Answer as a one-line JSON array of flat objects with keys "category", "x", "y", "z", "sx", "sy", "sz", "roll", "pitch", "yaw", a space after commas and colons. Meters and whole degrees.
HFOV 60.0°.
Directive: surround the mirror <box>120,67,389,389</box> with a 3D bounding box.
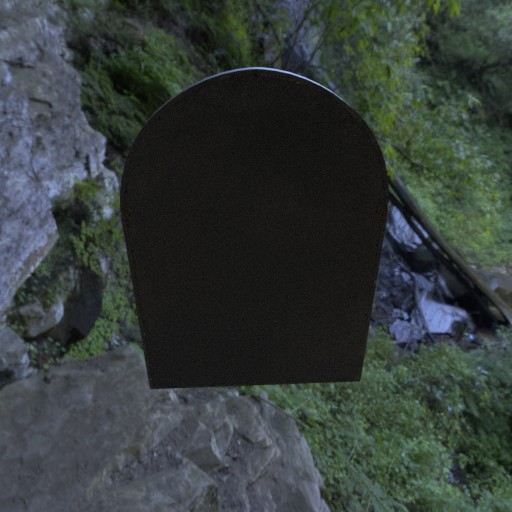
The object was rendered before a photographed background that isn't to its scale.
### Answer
[{"category": "mirror", "x": 0.000, "y": 0.000, "z": 1.169, "sx": 0.660, "sy": 0.920, "sz": 0.032, "roll": -1, "pitch": 30, "yaw": -2}]
